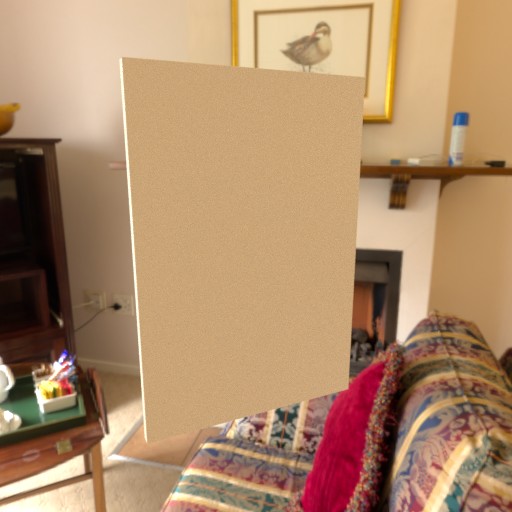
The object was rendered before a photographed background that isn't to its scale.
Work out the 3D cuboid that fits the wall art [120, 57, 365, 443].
[{"bbox_3d":[0.000,0.000,1.501,0.808,1.183,0.038,-6,15,-24],"label":"wall art"}]
